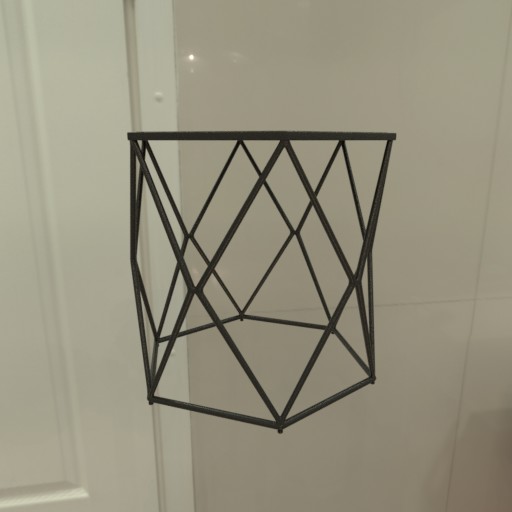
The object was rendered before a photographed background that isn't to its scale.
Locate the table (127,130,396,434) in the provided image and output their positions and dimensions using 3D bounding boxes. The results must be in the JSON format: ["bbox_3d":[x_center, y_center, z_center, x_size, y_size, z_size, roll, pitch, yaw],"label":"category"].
[{"bbox_3d":[0.000,0.000,1.055,0.579,0.564,0.578,-2,15,-9],"label":"table"}]
